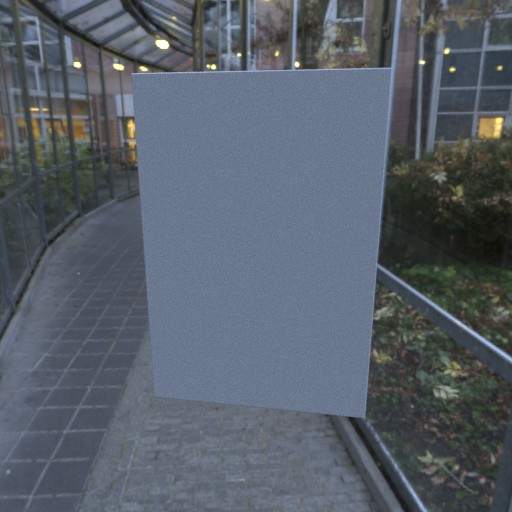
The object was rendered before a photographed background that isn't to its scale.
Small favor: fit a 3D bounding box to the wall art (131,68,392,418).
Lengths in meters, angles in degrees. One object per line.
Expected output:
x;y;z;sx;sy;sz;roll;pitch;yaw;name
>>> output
0.000;0.000;0.622;0.329;0.482;0.011;3;16;9;wall art
